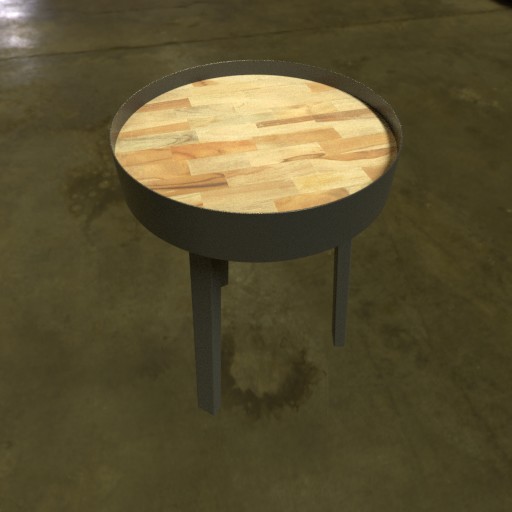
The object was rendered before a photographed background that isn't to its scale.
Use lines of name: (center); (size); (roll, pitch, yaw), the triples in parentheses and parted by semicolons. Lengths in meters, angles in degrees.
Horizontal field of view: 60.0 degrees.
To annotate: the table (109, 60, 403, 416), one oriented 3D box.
table: (0.000, 0.000, 0.830); (0.406, 0.559, 0.406); (0, 46, 0)
